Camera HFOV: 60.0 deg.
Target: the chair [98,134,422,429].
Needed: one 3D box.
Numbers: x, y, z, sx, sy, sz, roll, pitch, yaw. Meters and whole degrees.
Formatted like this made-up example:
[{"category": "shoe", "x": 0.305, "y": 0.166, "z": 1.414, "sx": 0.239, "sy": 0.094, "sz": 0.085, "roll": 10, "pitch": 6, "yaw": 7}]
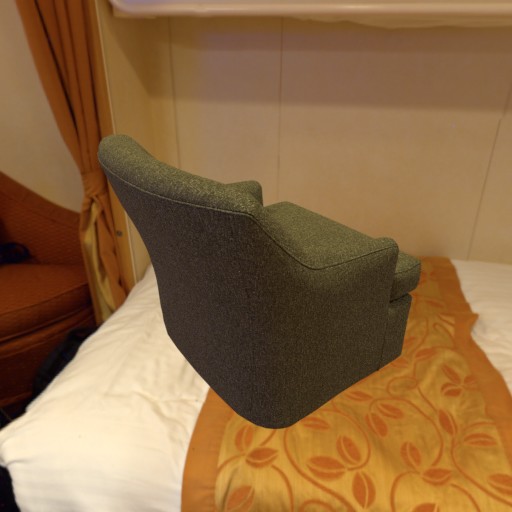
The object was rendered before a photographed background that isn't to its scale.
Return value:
[{"category": "chair", "x": 0.000, "y": 0.000, "z": 1.592, "sx": 0.923, "sy": 0.856, "sz": 0.864, "roll": -18, "pitch": 32, "yaw": -31}]
